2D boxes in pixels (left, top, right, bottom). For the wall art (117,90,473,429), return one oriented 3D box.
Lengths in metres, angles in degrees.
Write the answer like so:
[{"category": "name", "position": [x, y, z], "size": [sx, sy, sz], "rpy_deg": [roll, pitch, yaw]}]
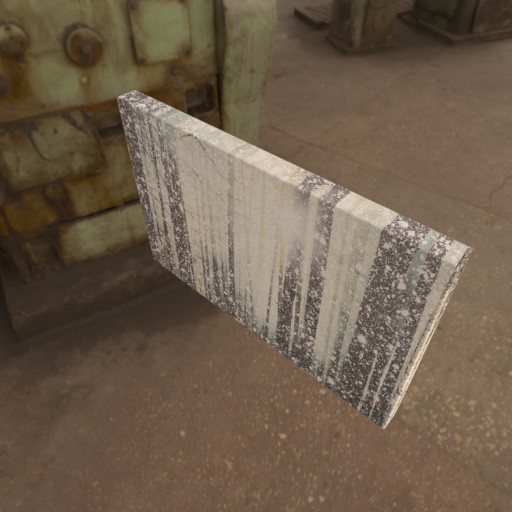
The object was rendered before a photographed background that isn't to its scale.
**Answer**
[{"category": "wall art", "position": [0.000, 0.000, 0.772], "size": [0.618, 0.398, 0.042], "rpy_deg": [32, 53, 29]}]
